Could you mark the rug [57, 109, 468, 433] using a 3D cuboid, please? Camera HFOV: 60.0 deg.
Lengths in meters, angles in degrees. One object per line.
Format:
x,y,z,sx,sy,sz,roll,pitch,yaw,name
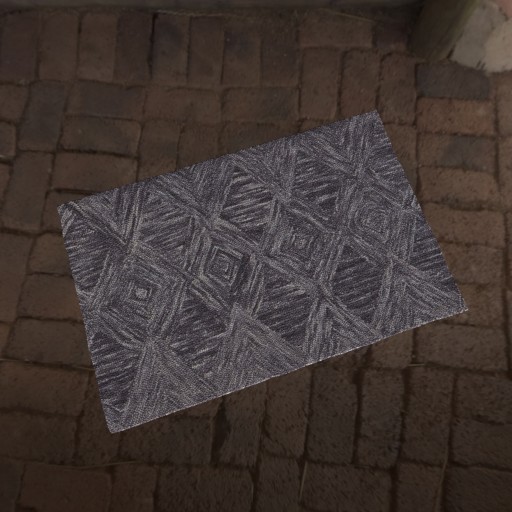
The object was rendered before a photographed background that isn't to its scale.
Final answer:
0.000,0.000,2.253,1.814,0.012,1.186,-18,75,-5,rug
